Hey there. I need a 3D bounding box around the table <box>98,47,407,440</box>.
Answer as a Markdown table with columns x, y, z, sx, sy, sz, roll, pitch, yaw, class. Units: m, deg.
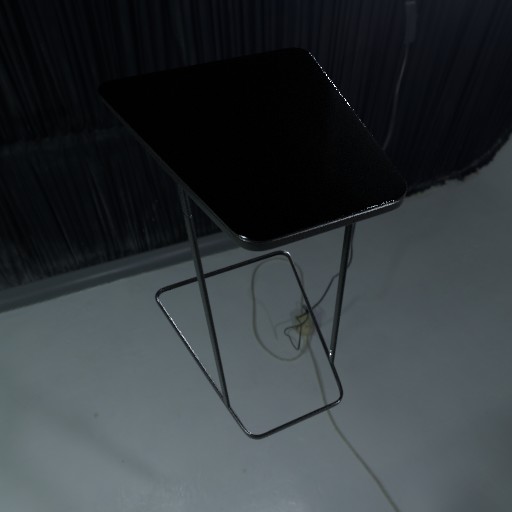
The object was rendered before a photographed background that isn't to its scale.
| x | y | z | sx | sy | sz | roll | pitch | yaw | class |
| --- | --- | --- | --- | --- | --- | --- | --- | --- | --- |
| 0.000 | 0.000 | 0.941 | 0.427 | 0.624 | 0.500 | -18 | 49 | -16 | table |
